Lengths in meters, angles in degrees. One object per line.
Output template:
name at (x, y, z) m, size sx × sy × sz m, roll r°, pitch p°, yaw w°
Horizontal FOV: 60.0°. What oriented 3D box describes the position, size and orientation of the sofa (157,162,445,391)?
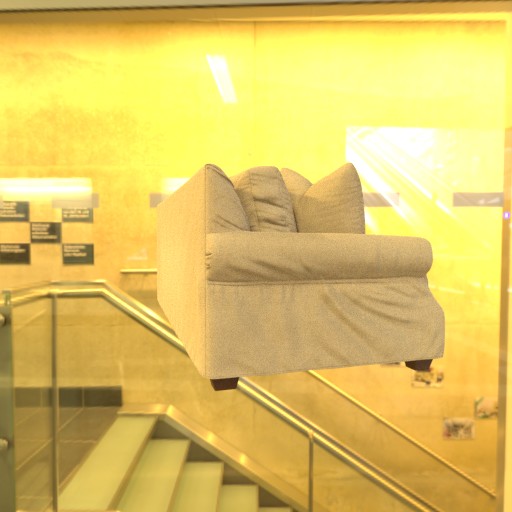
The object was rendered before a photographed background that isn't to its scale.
sofa at (0.000, 0.000, 2.745) m, size 1.067 × 0.904 × 2.285 m, roll -1°, pitch 3°, yaw -17°
